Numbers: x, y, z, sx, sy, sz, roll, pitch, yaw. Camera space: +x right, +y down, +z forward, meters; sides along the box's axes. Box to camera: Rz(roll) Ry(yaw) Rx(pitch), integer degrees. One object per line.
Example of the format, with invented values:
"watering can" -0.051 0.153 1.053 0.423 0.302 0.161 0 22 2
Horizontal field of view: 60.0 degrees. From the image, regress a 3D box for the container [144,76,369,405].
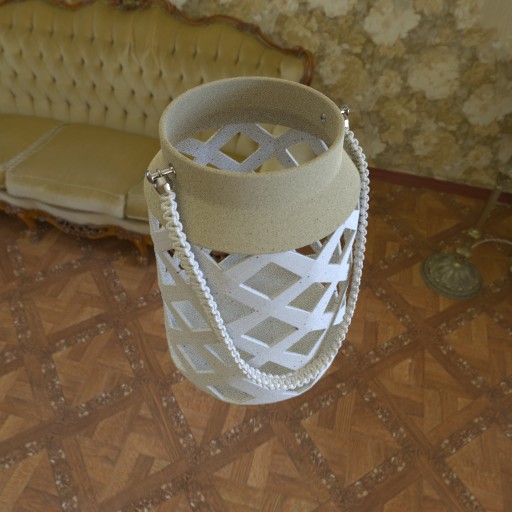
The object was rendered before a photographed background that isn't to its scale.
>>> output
"container" 0.000 0.000 0.341 0.163 0.229 0.172 -24 52 -21
